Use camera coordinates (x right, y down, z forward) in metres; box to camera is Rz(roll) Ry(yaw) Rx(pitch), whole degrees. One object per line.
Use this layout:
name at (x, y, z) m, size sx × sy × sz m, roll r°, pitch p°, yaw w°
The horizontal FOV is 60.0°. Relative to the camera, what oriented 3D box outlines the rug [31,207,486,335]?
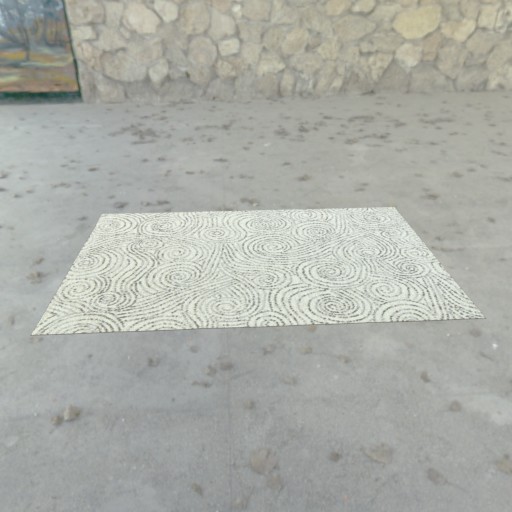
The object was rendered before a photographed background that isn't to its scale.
rug at (0.000, 0.000, 3.024) m, size 2.439 × 0.005 × 1.524 m, roll -2°, pitch 30°, yaw -3°
